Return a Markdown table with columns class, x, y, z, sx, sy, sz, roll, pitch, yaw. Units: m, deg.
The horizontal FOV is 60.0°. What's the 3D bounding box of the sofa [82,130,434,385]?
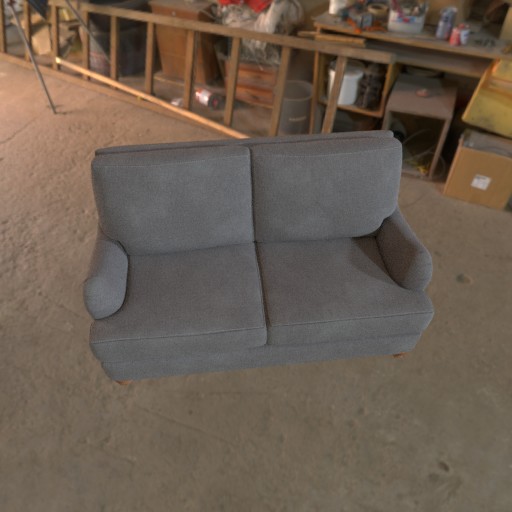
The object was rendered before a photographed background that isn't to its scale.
| class | x | y | z | sx | sy | sz | roll | pitch | yaw |
| --- | --- | --- | --- | --- | --- | --- | --- | --- | --- |
| sofa | 0.000 | 0.000 | 2.612 | 1.853 | 1.101 | 1.084 | -5 | 47 | -4 |
